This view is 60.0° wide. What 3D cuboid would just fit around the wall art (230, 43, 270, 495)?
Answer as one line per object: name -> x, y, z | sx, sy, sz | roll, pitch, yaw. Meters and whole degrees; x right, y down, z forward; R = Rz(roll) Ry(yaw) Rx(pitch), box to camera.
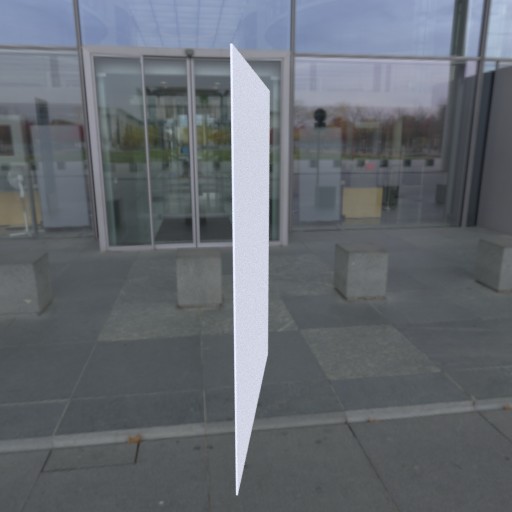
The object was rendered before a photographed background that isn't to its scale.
wall art -> 0.000, 0.000, 0.796 | 0.003, 0.610, 0.457 | 2, 14, 7
